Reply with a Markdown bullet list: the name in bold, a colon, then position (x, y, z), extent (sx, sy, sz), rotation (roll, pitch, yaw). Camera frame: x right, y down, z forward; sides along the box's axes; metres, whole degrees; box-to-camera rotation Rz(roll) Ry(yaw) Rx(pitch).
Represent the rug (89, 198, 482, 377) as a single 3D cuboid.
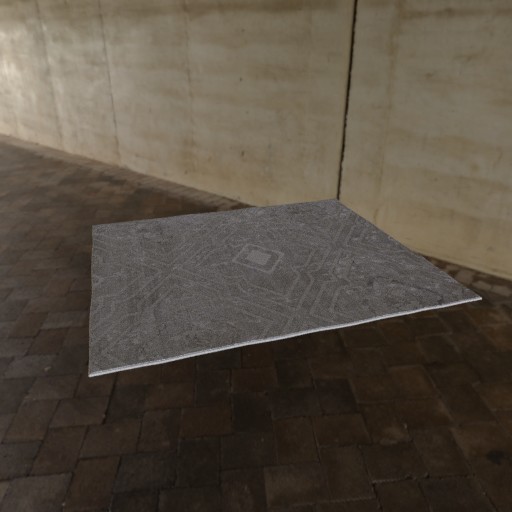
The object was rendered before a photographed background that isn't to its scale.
- **rug**: position (0.000, 0.000, 0.903), extent (0.639, 0.006, 0.548), rotation (-8, 27, -16)
